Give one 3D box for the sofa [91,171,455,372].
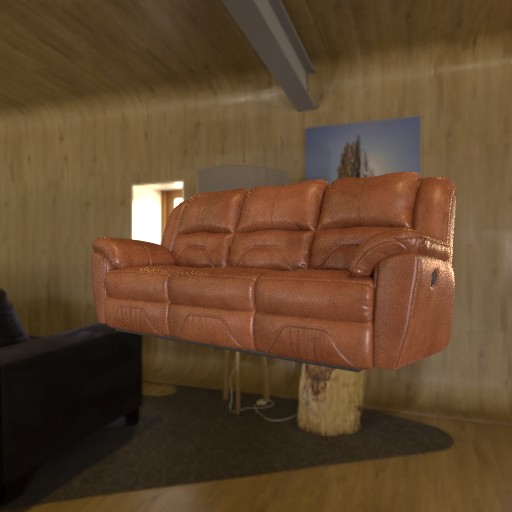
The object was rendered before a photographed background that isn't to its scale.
[{"bbox_3d":[0.000,0.000,2.876,2.337,1.043,0.991,1,1,36],"label":"sofa"}]
